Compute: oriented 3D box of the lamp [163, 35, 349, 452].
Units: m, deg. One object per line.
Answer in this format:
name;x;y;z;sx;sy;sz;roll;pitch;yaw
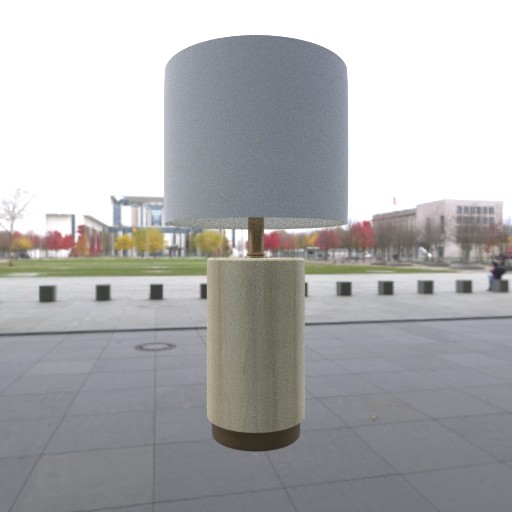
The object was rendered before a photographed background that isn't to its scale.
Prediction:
lamp;0.000;0.000;0.558;0.228;0.444;0.228;0;0;2
